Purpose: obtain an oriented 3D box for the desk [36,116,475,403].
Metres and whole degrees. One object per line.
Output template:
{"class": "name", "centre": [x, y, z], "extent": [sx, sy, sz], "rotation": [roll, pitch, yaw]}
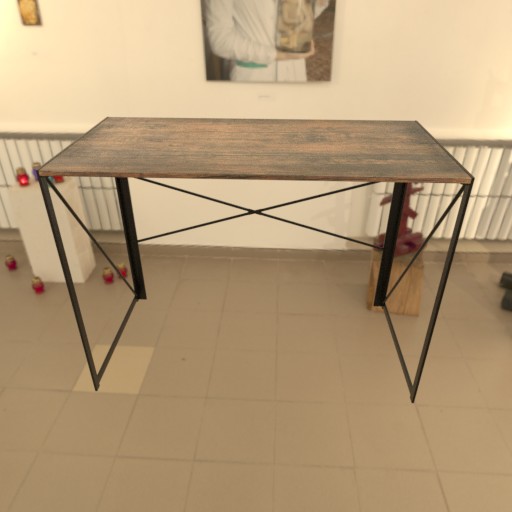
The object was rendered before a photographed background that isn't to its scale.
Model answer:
{"class": "desk", "centre": [0.000, 0.000, 1.431], "extent": [1.015, 0.747, 0.505], "rotation": [1, 31, 2]}
